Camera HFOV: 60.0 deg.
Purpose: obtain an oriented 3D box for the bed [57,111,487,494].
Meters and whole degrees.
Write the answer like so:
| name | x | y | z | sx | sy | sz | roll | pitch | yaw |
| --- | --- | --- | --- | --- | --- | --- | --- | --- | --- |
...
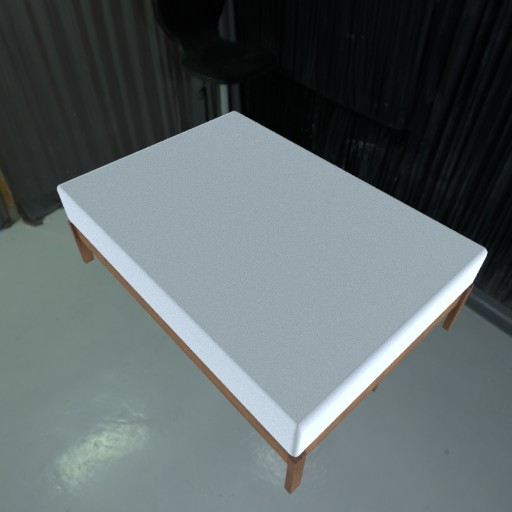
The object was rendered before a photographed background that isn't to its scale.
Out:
| name | x | y | z | sx | sy | sz | roll | pitch | yaw |
| --- | --- | --- | --- | --- | --- | --- | --- | --- | --- |
| bed | 0.000 | 0.000 | 2.543 | 1.348 | 0.616 | 1.927 | -33 | 54 | -28 |
